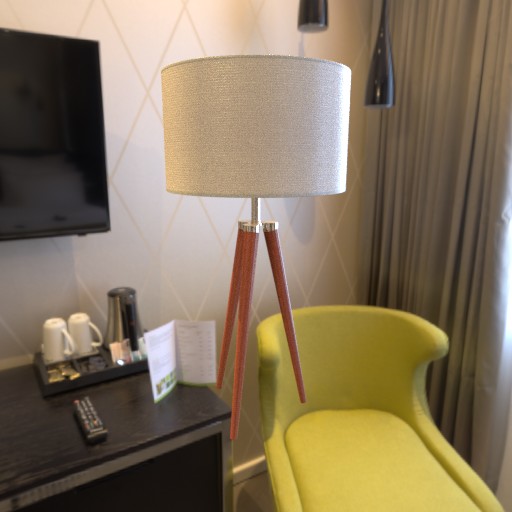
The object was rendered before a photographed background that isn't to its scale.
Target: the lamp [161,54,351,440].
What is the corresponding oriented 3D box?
[{"bbox_3d":[0.000,0.000,0.924,0.355,0.709,0.354,7,15,26],"label":"lamp"}]
